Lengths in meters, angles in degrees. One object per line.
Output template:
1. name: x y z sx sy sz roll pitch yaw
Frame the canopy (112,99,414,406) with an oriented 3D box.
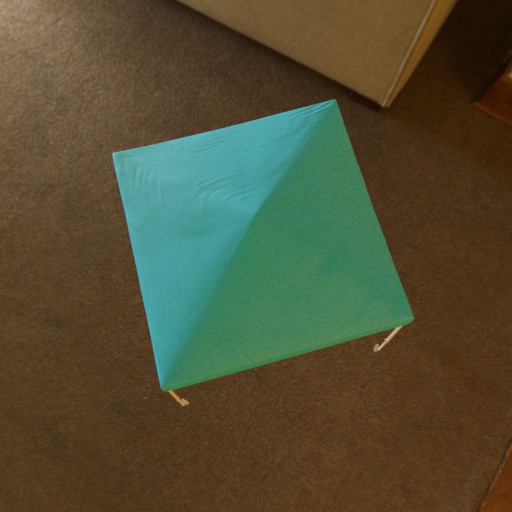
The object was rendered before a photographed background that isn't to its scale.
1. canopy: 0.000 0.000 5.101 2.850 2.850 2.849 -15 76 -4
